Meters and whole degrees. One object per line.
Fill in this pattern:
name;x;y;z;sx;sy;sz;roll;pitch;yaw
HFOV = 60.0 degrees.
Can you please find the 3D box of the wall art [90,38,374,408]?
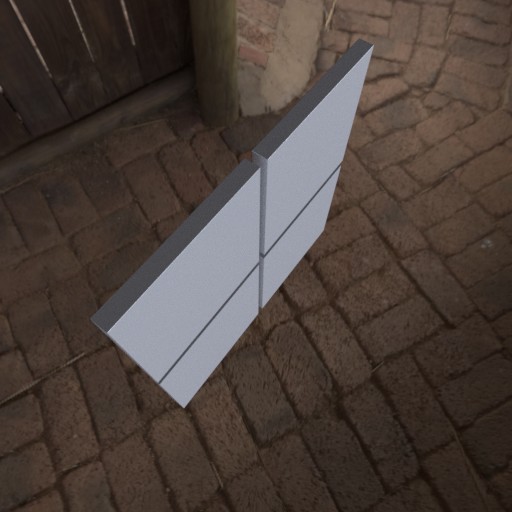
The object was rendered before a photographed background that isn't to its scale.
wall art;0.000;0.000;0.898;0.029;0.611;0.611;34;68;16
